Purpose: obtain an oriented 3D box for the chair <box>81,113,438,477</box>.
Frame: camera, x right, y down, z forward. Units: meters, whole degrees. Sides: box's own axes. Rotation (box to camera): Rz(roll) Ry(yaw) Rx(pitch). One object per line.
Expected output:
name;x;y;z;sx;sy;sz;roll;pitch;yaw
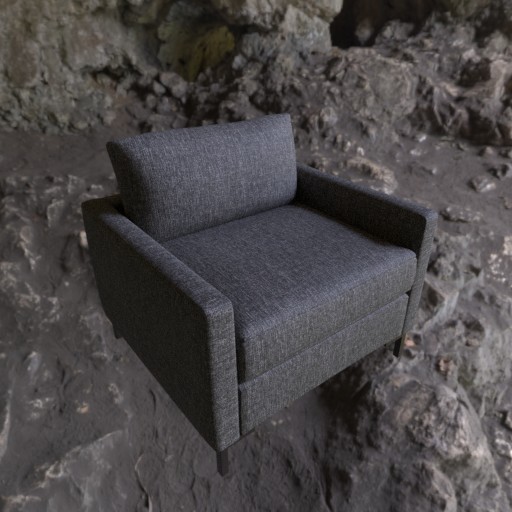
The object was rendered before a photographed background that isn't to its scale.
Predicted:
chair;0.000;0.000;1.624;0.963;0.861;0.866;-21;35;-32
